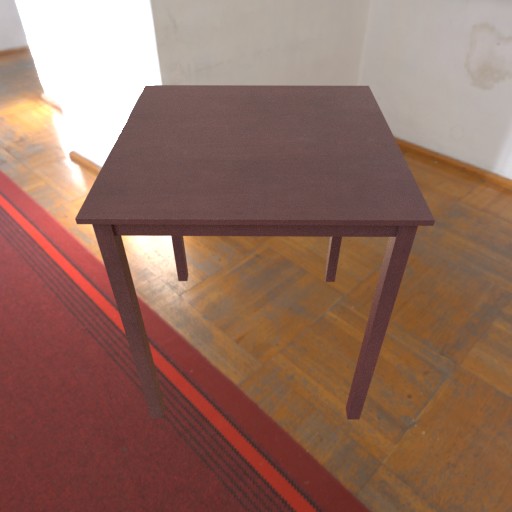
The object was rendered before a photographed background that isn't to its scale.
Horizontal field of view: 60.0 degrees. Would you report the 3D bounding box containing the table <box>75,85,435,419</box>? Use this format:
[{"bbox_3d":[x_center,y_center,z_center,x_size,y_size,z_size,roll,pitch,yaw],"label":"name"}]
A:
[{"bbox_3d":[0.000,0.000,1.709,0.861,0.991,0.861,0,41,0],"label":"table"}]
